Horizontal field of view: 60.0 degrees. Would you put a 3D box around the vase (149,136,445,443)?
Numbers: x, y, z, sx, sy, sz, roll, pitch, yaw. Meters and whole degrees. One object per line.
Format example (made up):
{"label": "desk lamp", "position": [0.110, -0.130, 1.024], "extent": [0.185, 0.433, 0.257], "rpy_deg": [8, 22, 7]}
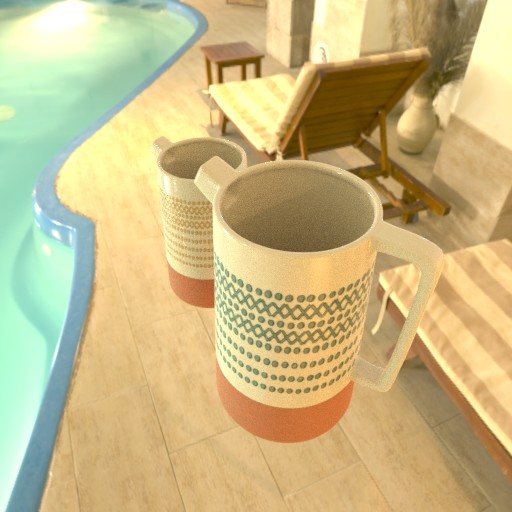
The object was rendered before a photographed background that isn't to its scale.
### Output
{"label": "vase", "position": [0.000, 0.000, 0.451], "extent": [0.168, 0.247, 0.326], "rpy_deg": [-12, 43, -14]}
